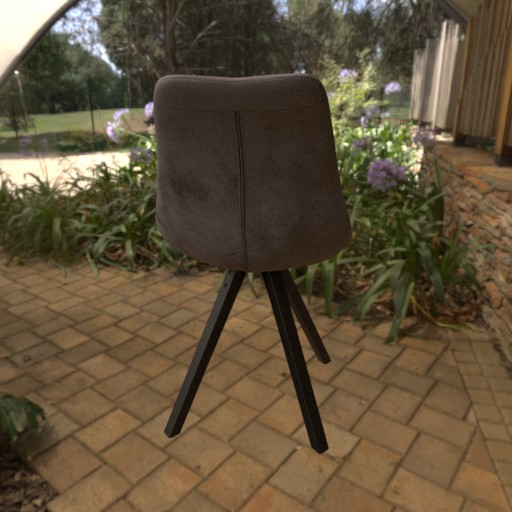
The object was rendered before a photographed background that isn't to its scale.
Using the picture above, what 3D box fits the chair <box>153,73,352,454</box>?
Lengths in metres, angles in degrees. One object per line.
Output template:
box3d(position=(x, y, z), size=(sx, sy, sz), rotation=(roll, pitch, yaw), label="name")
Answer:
box3d(position=(0.000, 0.000, 1.170), size=(0.485, 0.850, 0.550), rotation=(3, 18, 8), label="chair")
